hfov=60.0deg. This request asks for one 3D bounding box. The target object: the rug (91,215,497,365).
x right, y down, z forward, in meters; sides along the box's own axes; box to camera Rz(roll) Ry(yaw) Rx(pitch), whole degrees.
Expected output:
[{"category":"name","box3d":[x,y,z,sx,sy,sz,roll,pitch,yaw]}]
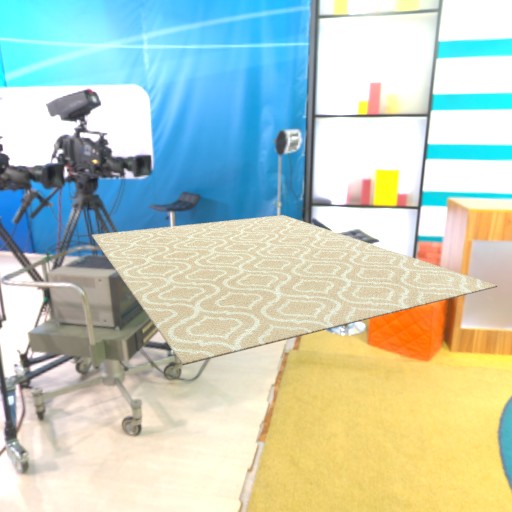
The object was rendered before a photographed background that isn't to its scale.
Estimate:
[{"category":"rug","box3d":[0.000,0.000,3.809,2.286,0.013,2.894,-8,18,-26]}]
